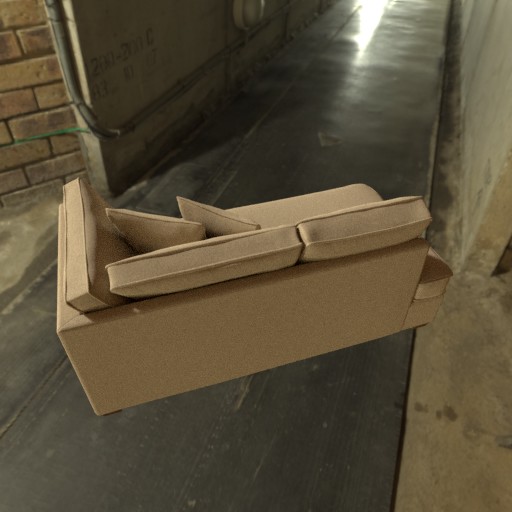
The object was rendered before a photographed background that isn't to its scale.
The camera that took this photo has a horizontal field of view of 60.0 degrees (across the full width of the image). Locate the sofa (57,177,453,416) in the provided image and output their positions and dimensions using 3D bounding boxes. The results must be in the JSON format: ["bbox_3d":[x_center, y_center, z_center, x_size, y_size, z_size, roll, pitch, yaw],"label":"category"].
[{"bbox_3d":[0.000,0.000,2.827,2.237,1.033,1.110,-12,43,-13],"label":"sofa"}]
